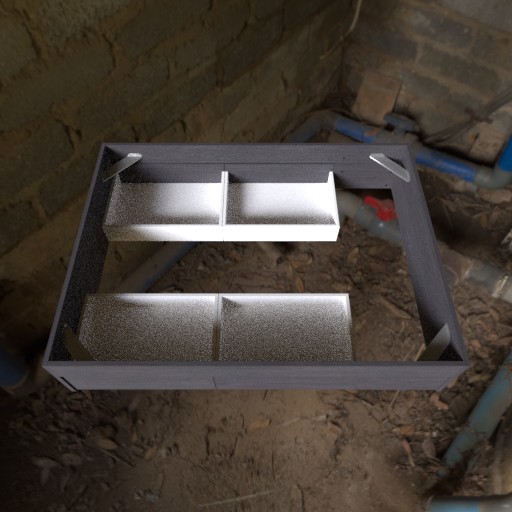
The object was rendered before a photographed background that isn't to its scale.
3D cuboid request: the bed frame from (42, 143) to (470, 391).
[{"bbox_3d":[0.000,0.000,2.569,1.944,0.459,1.448,0,57,0],"label":"bed frame"}]
